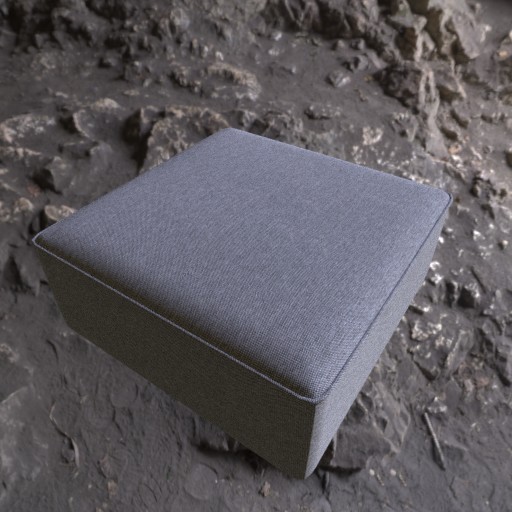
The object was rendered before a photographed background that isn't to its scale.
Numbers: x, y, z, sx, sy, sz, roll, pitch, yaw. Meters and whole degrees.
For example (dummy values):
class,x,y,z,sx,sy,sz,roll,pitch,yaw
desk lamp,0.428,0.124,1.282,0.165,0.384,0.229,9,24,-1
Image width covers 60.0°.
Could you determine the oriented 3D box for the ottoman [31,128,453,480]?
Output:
class,x,y,z,sx,sy,sz,roll,pitch,yaw
ottoman,0.000,0.000,1.544,1.005,0.455,1.005,24,45,26
